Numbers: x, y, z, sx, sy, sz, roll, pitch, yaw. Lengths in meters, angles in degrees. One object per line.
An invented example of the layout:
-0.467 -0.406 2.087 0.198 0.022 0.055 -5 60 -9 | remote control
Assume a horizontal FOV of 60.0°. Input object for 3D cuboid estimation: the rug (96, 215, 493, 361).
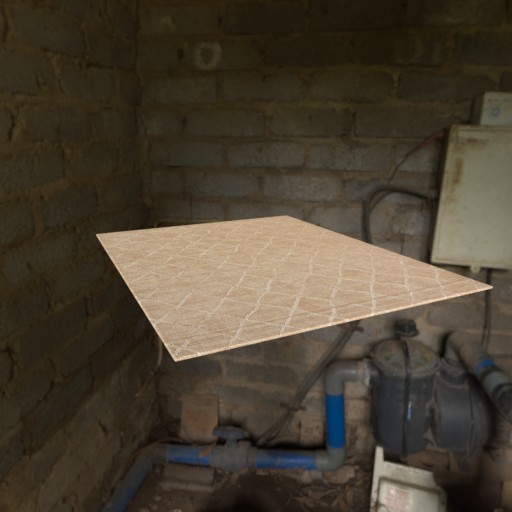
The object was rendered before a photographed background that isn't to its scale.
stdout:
0.000 0.000 4.081 2.420 0.019 3.039 -8 18 -25 | rug
